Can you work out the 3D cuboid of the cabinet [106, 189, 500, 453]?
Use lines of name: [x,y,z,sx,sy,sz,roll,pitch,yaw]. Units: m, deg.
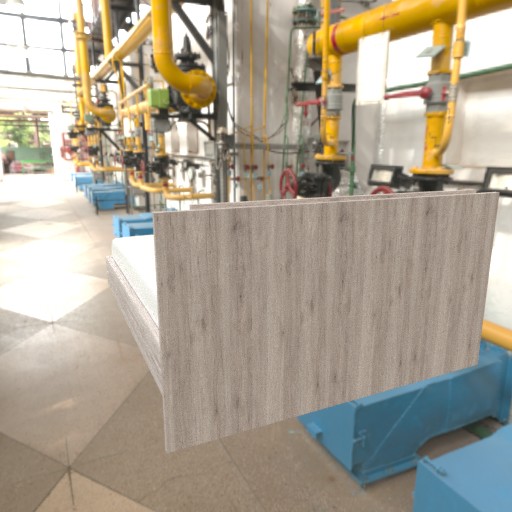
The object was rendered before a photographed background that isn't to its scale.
cabinet: [0.000,0.000,2.909,1.750,0.970,2.080,-6,15,-24]
